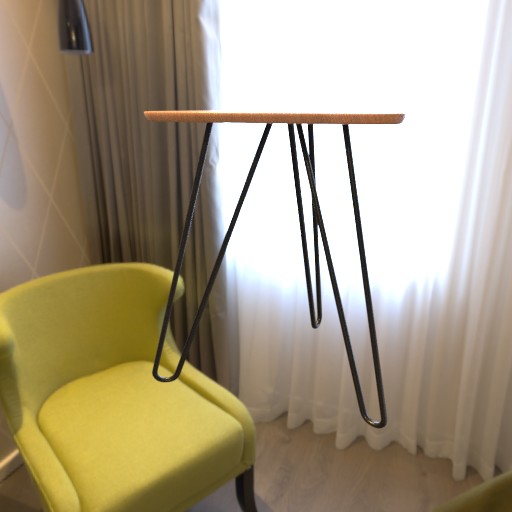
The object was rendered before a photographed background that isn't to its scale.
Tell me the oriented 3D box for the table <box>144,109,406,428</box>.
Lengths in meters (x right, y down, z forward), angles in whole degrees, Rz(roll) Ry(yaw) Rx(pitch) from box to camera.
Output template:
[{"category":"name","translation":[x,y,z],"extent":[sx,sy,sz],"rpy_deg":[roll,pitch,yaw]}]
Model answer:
[{"category":"table","translation":[0.000,0.000,0.908],"extent":[0.455,0.564,0.442],"rpy_deg":[-3,19,-7]}]
